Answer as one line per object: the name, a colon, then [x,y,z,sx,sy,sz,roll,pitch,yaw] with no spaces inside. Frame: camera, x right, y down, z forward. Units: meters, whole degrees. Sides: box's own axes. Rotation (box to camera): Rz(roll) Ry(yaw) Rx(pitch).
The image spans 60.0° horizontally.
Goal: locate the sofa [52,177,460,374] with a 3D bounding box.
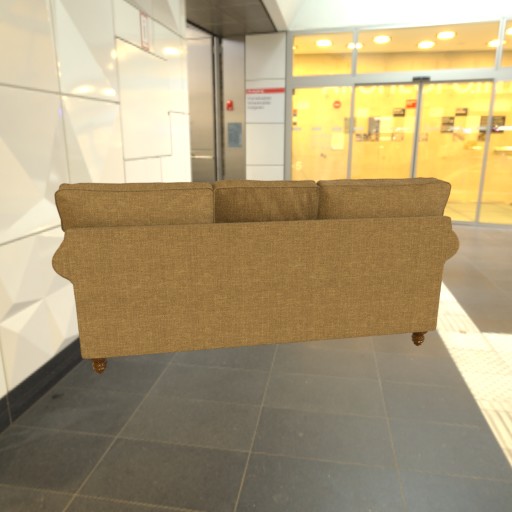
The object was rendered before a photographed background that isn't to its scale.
sofa: [0.000,0.000,2.662,2.084,0.961,0.916,-3,15,-10]
